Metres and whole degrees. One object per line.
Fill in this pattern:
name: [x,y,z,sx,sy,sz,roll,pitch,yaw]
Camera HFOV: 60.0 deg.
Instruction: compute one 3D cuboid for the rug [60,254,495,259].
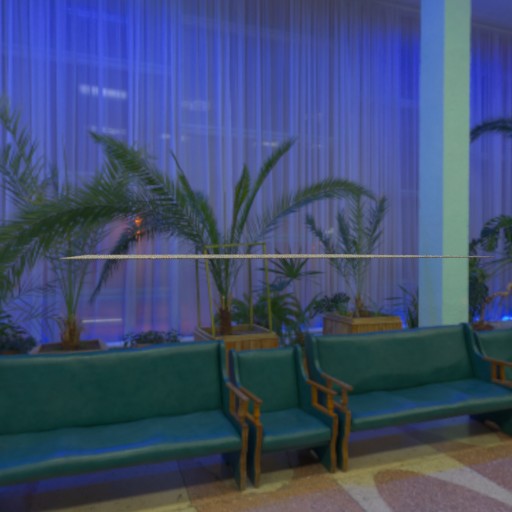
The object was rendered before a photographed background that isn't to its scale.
rug: [0.000,0.000,4.060,3.035,0.008,2.425,0,1,-17]
